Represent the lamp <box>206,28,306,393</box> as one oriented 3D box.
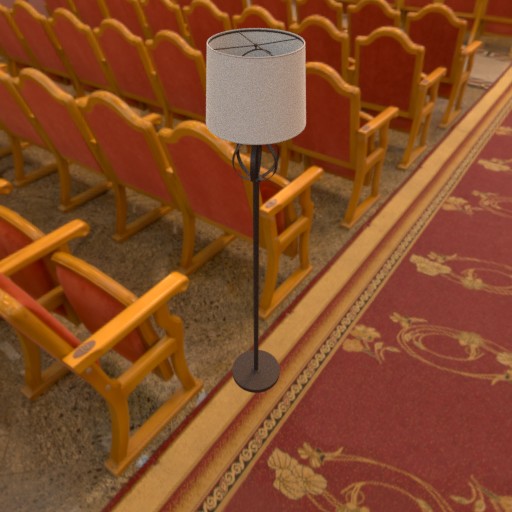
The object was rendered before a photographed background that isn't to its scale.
[{"bbox_3d":[0.000,0.000,1.618,0.286,1.462,0.286,26,47,26],"label":"lamp"}]
